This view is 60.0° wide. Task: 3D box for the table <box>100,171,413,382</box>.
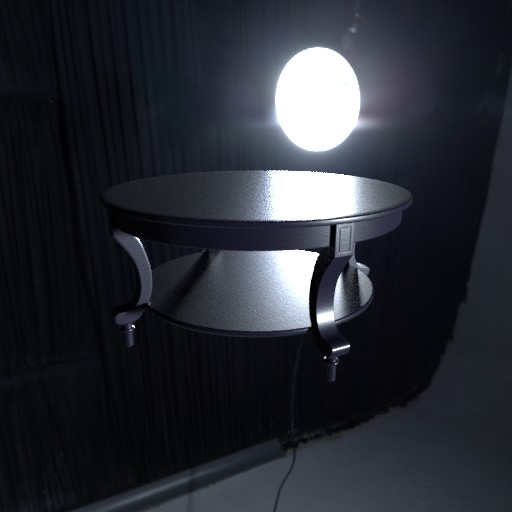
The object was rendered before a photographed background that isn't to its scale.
[{"bbox_3d":[0.000,0.000,1.604,1.029,0.491,1.029,0,18,0],"label":"table"}]
